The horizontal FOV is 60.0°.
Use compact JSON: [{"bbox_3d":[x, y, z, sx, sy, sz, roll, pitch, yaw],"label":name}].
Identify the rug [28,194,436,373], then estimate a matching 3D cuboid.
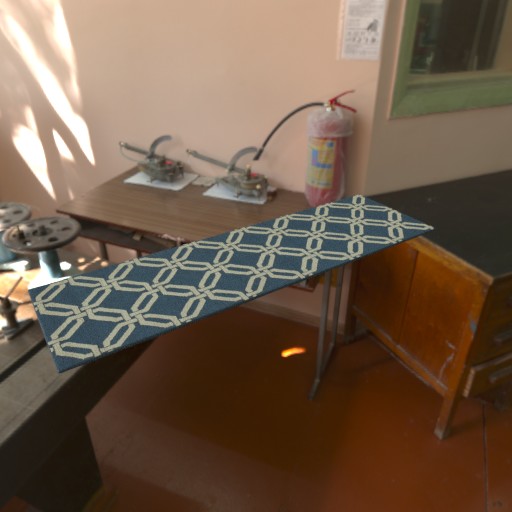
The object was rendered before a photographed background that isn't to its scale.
[{"bbox_3d":[0.000,0.000,2.501,2.276,0.014,0.678,-18,35,-28],"label":"rug"}]
